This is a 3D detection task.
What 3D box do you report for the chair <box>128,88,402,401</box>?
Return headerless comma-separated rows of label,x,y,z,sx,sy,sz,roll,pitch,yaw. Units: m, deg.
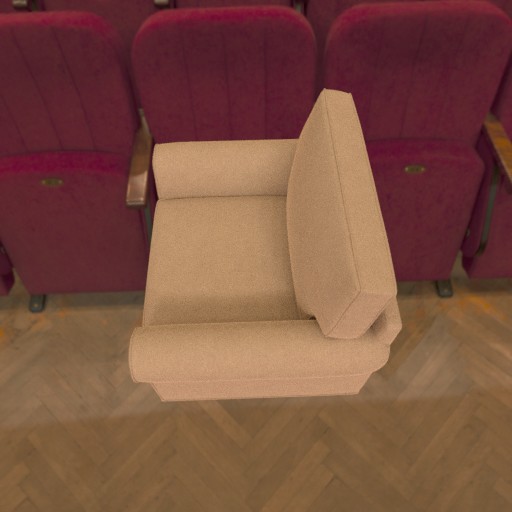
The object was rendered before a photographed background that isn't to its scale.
chair,0.000,0.000,1.774,0.863,0.955,1.040,-2,57,-1
